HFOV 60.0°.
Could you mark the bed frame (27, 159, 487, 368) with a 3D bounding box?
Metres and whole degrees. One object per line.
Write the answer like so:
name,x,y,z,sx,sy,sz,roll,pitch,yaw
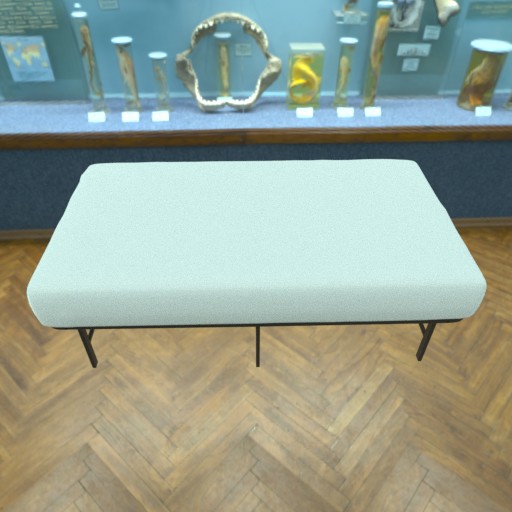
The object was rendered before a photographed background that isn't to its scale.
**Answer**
bed frame,0.000,0.000,2.332,1.908,0.640,1.025,-1,41,-1
